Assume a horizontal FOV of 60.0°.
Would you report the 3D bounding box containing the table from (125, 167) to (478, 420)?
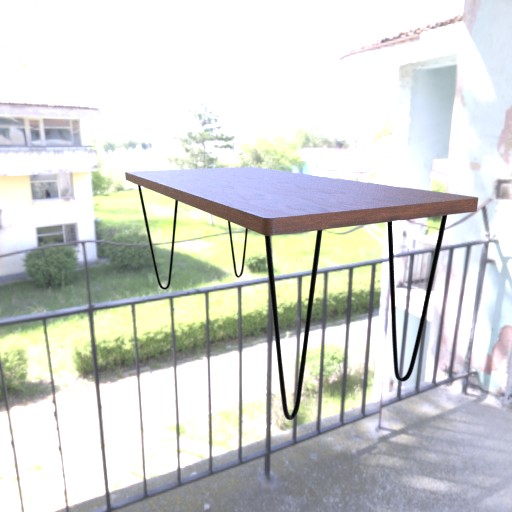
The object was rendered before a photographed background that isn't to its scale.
[{"bbox_3d":[0.000,0.000,2.251,0.883,0.753,1.791,-8,17,-27],"label":"table"}]
